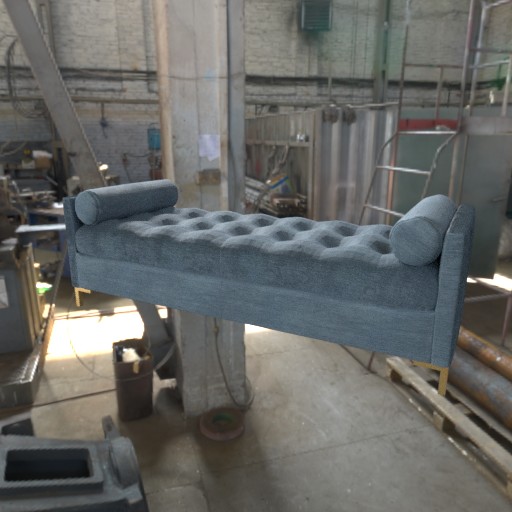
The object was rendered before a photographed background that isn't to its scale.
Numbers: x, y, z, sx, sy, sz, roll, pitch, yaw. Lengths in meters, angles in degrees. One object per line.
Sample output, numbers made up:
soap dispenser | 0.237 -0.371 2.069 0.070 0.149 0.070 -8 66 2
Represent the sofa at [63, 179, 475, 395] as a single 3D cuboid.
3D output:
sofa | 0.000 0.000 2.429 2.102 0.705 0.796 8 17 26
